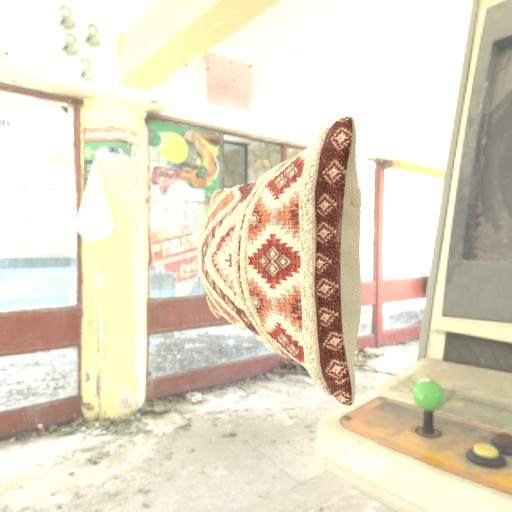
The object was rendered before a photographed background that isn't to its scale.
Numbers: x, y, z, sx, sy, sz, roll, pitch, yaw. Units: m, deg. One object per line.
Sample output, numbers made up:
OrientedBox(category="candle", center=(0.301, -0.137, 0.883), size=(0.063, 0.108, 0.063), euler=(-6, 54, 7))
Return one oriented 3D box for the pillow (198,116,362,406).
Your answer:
OrientedBox(category="pillow", center=(0.000, 0.000, 0.731), size=(0.161, 0.295, 0.608), euler=(0, 1, -18))
